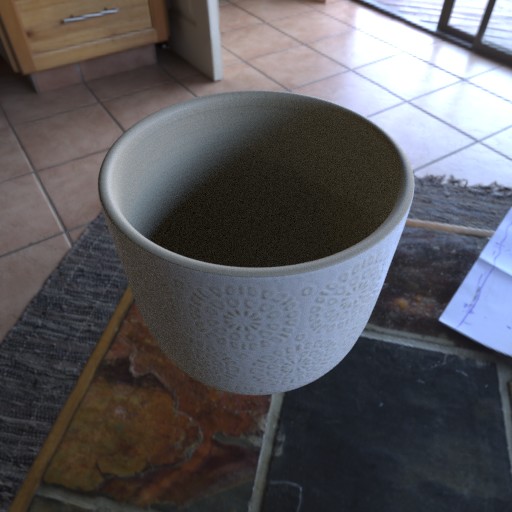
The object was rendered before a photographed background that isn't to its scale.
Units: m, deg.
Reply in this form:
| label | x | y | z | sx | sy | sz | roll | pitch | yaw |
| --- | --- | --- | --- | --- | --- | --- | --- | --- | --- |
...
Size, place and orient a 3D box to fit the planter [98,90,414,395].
| label | x | y | z | sx | sy | sz | roll | pitch | yaw |
| --- | --- | --- | --- | --- | --- | --- | --- | --- | --- |
| planter | 0.000 | 0.000 | 0.298 | 0.170 | 0.152 | 0.170 | 0 | 46 | 0 |
